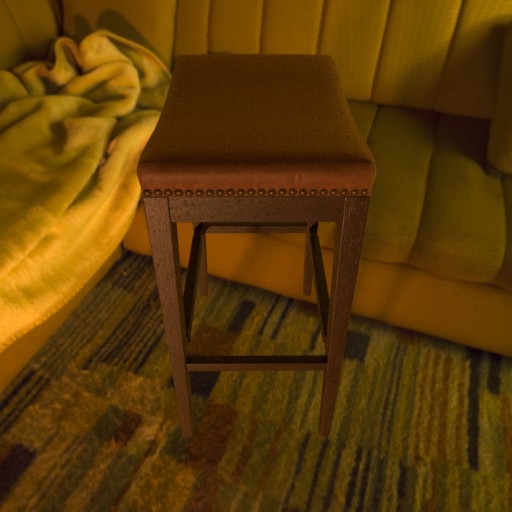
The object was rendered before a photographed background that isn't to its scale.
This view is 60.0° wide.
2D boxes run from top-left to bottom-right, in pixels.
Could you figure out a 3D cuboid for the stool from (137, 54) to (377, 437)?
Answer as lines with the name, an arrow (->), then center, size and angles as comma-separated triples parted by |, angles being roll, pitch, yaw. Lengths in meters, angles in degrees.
stool -> 0.000, 0.000, 1.028 | 0.361, 0.759, 0.500 | 0, 42, 0
